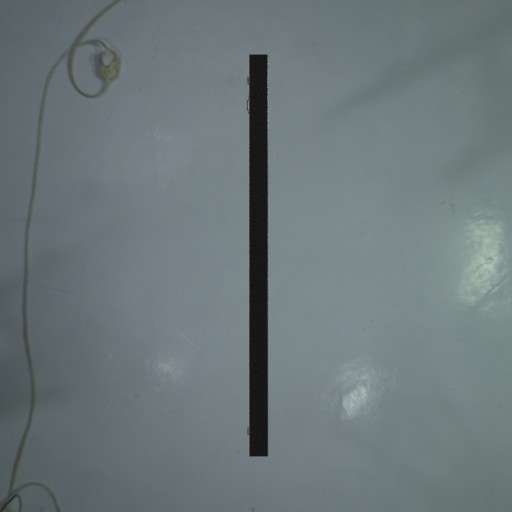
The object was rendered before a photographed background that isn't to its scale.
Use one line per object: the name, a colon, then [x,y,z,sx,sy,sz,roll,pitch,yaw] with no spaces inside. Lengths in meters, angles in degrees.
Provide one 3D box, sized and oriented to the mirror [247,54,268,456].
mirror: [0.000,0.000,1.347,0.041,1.016,0.762,0,90,0]
